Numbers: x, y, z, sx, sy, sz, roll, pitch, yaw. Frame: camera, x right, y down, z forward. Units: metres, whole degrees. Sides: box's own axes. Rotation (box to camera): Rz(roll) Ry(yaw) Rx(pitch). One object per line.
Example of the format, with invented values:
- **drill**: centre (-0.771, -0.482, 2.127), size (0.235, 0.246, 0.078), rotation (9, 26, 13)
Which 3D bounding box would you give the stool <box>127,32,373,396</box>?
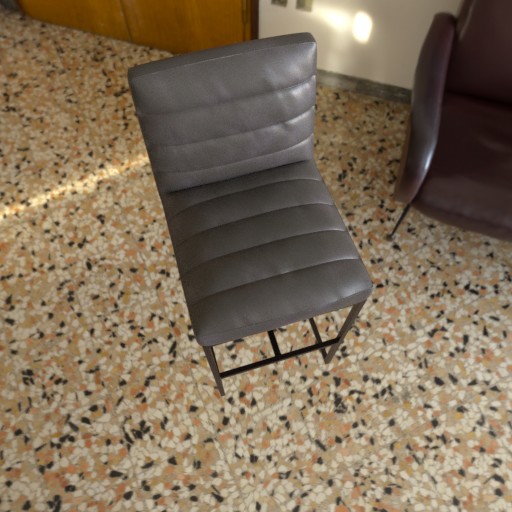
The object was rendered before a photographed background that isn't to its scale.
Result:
- **stool**: centre (0.000, 0.000, 1.348), size (0.463, 1.065, 0.562), rotation (-15, 63, -8)
